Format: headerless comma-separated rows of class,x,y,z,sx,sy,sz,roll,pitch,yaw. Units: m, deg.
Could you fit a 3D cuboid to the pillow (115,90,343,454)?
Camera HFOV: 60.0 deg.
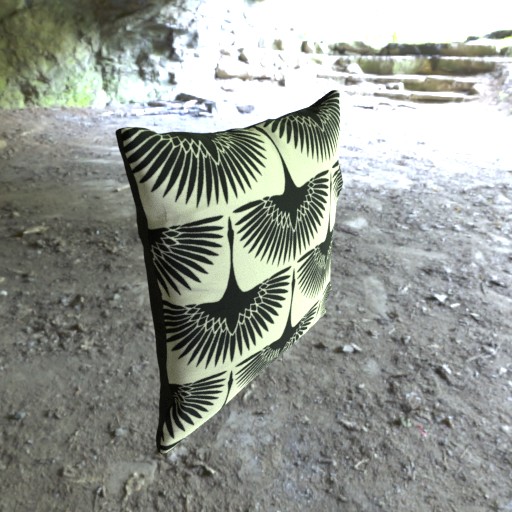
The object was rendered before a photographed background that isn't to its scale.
pillow,0.000,0.000,0.660,0.139,0.432,0.432,19,32,33
